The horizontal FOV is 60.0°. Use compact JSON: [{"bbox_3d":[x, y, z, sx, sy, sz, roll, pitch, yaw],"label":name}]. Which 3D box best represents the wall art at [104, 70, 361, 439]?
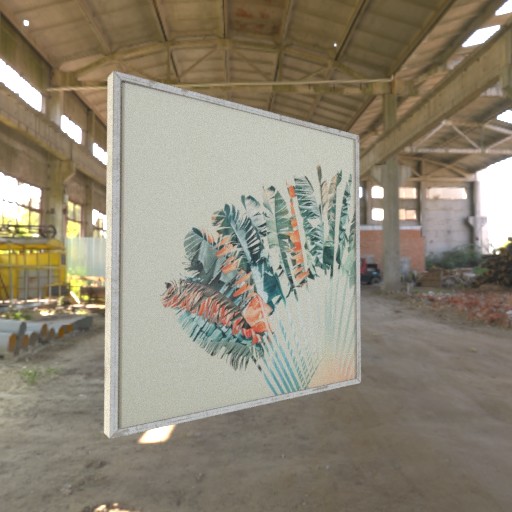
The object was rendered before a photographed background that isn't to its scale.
[{"bbox_3d":[0.000,0.000,1.149,0.760,0.757,0.038,1,-2,-36],"label":"wall art"}]
